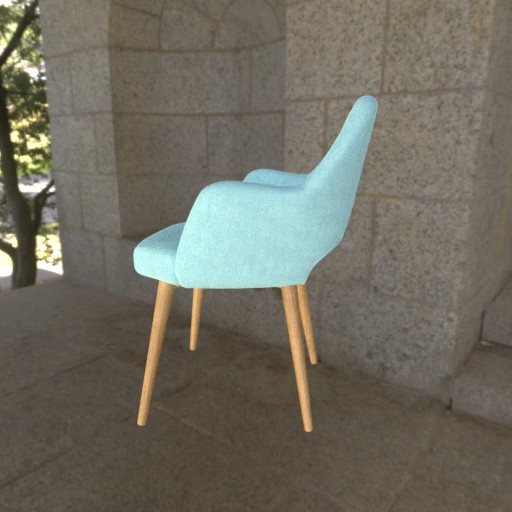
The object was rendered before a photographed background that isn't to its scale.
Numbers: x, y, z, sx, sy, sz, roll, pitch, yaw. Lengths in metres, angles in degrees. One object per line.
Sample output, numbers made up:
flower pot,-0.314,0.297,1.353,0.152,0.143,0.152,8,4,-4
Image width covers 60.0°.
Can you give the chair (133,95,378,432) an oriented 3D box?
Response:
chair,0.000,0.000,1.259,0.610,0.840,0.590,2,14,9
